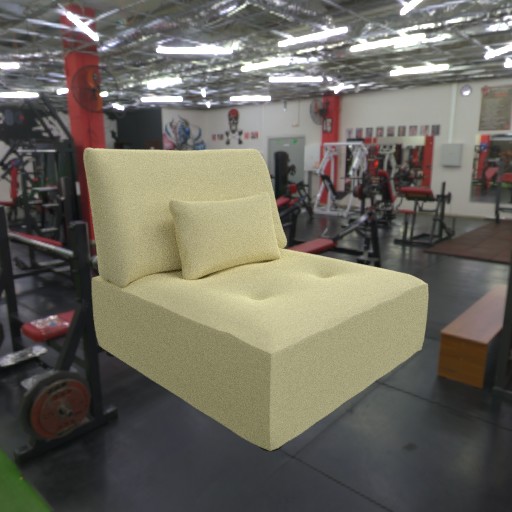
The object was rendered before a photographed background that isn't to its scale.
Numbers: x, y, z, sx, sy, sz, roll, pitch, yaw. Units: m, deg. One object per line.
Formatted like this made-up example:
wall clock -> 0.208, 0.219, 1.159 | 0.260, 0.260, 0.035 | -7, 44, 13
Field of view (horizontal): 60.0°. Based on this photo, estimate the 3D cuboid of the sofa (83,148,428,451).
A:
sofa -> 0.000, 0.000, 1.728 | 1.000, 0.820, 0.930 | 13, 18, 43
